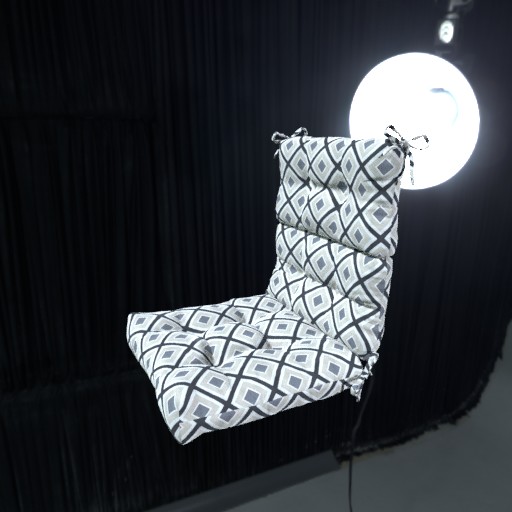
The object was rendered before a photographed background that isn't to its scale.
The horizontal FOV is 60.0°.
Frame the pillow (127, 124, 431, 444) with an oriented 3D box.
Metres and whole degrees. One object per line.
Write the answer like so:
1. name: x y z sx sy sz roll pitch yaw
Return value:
1. pillow: 0.000 0.000 1.064 0.571 0.605 0.519 -7 17 -25
